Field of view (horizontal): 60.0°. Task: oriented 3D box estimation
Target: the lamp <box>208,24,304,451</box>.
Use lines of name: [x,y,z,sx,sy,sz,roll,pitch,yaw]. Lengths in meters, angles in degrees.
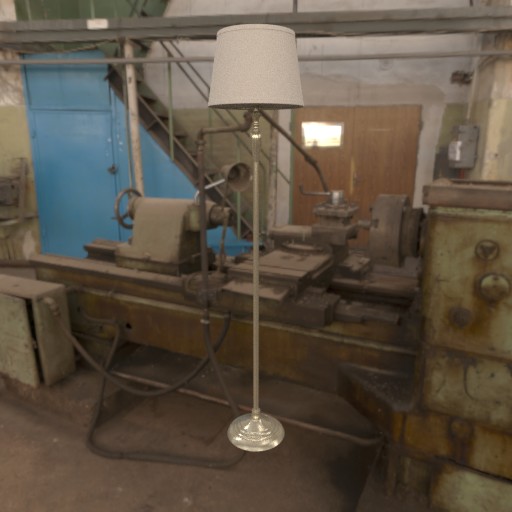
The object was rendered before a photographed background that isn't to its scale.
lamp: [0.000,0.000,1.643,0.327,1.506,0.327,2,15,9]
